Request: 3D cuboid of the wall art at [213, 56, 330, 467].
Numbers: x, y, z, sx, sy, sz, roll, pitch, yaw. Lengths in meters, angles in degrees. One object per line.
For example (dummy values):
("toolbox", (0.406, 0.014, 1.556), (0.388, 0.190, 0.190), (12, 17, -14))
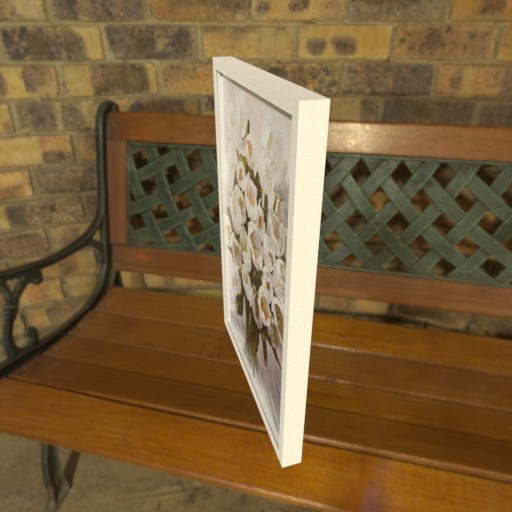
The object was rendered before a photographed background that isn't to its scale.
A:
("wall art", (0.000, 0.000, 0.852), (0.038, 0.657, 0.450), (-9, 31, -15))
